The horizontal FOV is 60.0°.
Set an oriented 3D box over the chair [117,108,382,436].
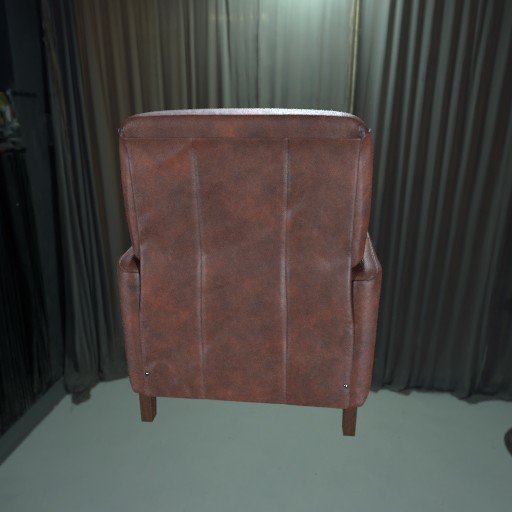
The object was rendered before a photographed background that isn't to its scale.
[{"bbox_3d":[0.000,0.000,1.686,0.843,1.043,0.836,2,17,6],"label":"chair"}]
